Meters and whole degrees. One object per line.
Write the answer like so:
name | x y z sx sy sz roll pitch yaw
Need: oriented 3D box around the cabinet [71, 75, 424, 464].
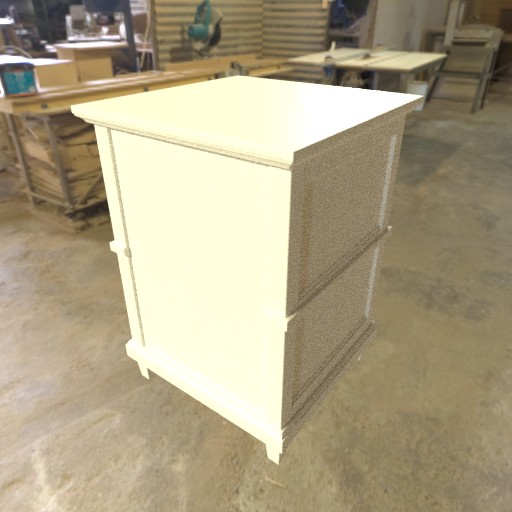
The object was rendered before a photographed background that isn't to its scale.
cabinet | 0.000 0.000 1.151 0.544 0.775 0.547 20 36 31
